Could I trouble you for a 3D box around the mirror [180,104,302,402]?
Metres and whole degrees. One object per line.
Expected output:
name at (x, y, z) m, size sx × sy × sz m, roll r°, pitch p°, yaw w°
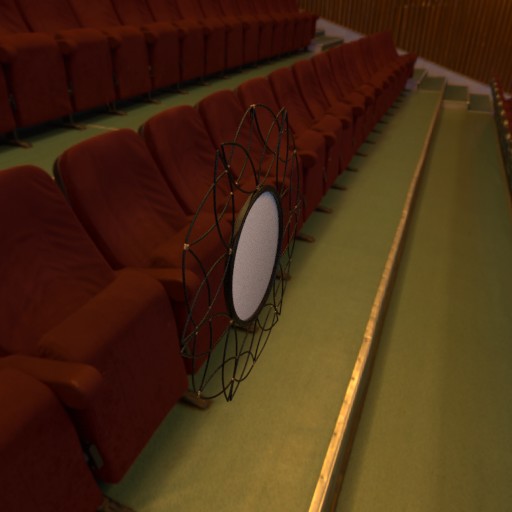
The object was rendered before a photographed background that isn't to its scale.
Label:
mirror at (0.000, 0.000, 1.180) m, size 0.028 × 0.775 × 0.797 m, roll 11°, pitch 32°, yaw 19°
